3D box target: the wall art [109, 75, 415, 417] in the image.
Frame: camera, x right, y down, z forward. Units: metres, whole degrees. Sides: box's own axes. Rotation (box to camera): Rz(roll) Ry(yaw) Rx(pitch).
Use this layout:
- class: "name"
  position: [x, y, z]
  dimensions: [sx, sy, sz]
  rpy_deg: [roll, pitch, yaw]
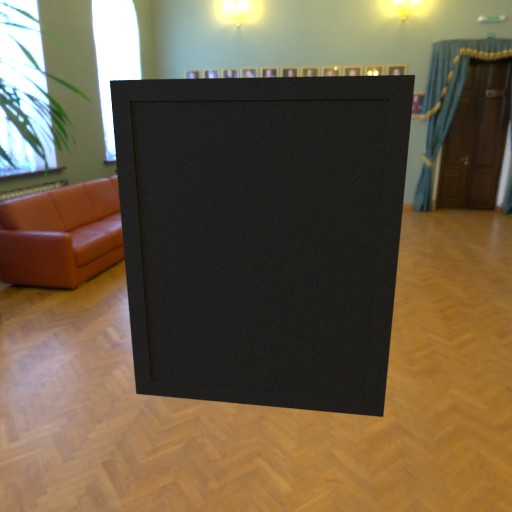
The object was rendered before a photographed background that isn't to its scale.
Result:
- class: "wall art"
  position: [0.000, 0.000, 0.748]
  dimensions: [0.457, 0.559, 0.033]
  rpy_deg: [2, 16, 8]
